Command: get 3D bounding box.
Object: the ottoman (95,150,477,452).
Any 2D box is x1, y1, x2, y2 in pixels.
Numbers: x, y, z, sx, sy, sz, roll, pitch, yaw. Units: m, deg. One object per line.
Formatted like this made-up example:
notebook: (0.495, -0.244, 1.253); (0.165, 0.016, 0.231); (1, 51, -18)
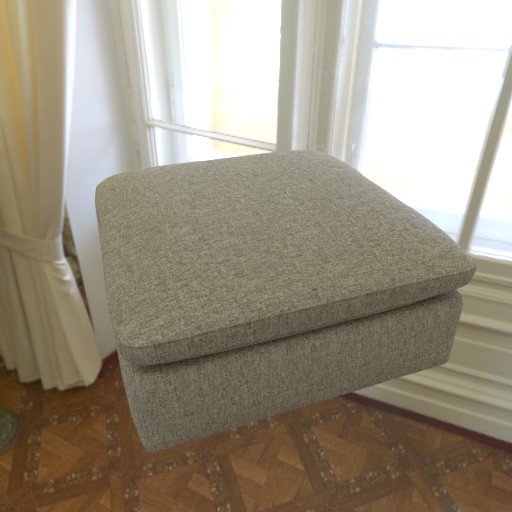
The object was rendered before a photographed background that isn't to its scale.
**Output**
ottoman: (0.000, 0.000, 1.587); (1.035, 0.526, 1.039); (-11, 33, -17)
